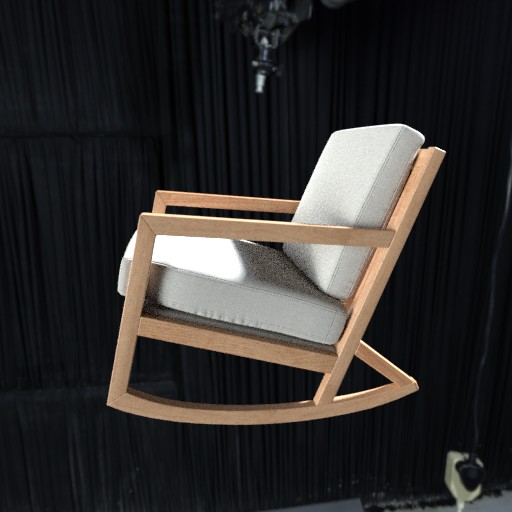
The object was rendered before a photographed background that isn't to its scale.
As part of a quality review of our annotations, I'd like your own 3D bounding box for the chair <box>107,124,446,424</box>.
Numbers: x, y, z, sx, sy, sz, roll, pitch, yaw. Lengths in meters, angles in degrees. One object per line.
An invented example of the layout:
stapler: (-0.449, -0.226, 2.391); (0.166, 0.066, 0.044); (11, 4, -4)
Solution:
chair: (0.000, 0.000, 1.409); (0.857, 0.790, 0.622); (-2, 14, -9)
